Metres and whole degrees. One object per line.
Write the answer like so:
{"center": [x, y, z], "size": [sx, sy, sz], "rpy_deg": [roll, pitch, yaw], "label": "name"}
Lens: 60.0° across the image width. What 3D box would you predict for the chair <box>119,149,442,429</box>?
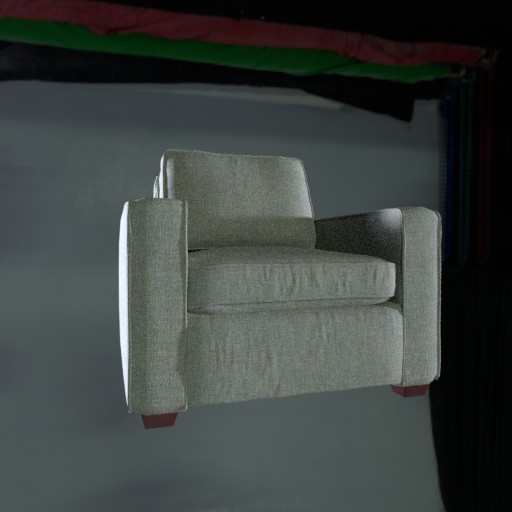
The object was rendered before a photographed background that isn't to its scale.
{"center": [0.000, 0.000, 1.721], "size": [1.016, 0.914, 0.940], "rpy_deg": [0, 1, -18], "label": "chair"}
